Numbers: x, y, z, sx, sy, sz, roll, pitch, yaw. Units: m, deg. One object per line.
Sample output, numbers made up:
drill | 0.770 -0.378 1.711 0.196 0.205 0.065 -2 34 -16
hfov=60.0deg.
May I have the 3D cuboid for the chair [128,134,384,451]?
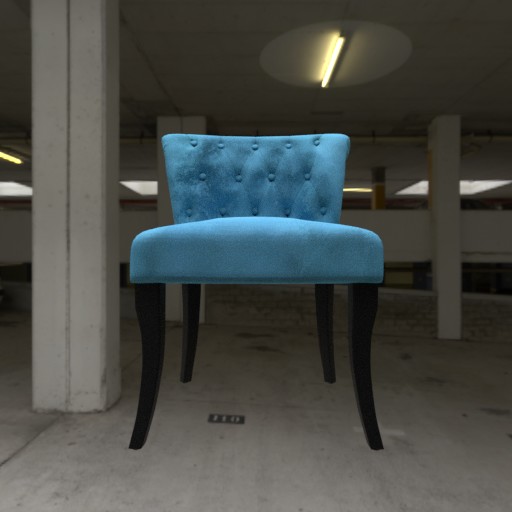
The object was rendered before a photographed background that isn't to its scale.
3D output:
chair | 0.000 0.000 1.150 0.582 0.750 0.605 0 0 0
